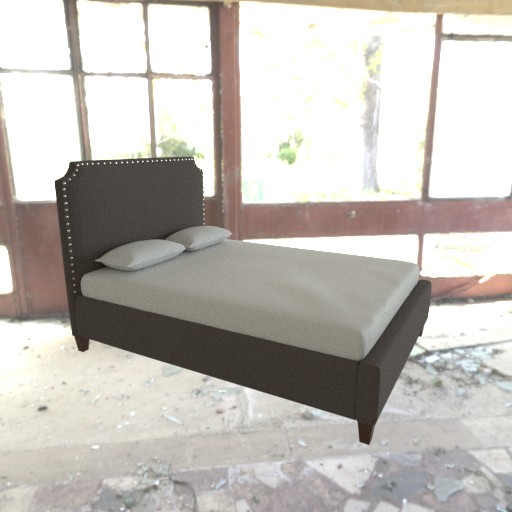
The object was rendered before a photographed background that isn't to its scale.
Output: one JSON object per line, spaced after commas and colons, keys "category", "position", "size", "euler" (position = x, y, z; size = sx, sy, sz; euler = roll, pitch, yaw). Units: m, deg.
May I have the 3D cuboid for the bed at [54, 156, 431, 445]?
{"category": "bed", "position": [0.000, 0.000, 3.422], "size": [2.372, 1.443, 1.713], "euler": [8, 16, 28]}
